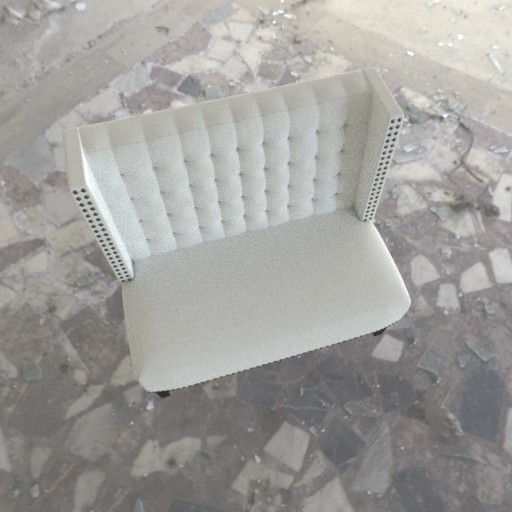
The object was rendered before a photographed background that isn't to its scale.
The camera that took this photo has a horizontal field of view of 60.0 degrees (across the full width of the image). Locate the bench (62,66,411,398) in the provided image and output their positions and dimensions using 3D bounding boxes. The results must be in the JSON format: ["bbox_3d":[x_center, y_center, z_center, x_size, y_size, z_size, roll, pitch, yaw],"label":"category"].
[{"bbox_3d":[0.000,0.000,2.016,1.280,1.123,0.847,-14,63,-8],"label":"bench"}]
